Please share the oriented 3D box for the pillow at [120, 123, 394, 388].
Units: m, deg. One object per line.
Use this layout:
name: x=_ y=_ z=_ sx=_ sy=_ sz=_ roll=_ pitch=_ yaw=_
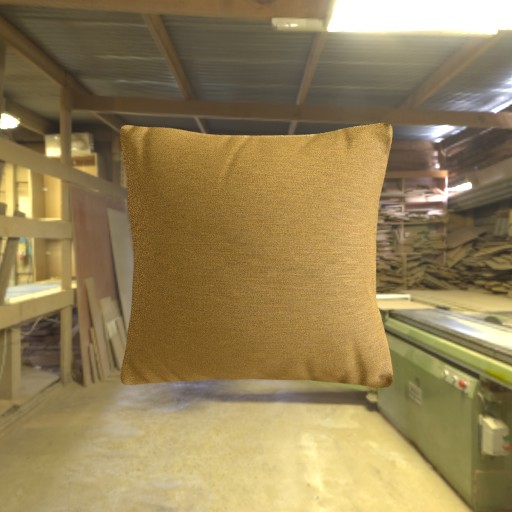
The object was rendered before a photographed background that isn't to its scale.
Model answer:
pillow: x=0.000 y=0.000 z=0.704 sx=0.435 sy=0.417 sz=0.247 roll=0 pitch=0 yaw=1
